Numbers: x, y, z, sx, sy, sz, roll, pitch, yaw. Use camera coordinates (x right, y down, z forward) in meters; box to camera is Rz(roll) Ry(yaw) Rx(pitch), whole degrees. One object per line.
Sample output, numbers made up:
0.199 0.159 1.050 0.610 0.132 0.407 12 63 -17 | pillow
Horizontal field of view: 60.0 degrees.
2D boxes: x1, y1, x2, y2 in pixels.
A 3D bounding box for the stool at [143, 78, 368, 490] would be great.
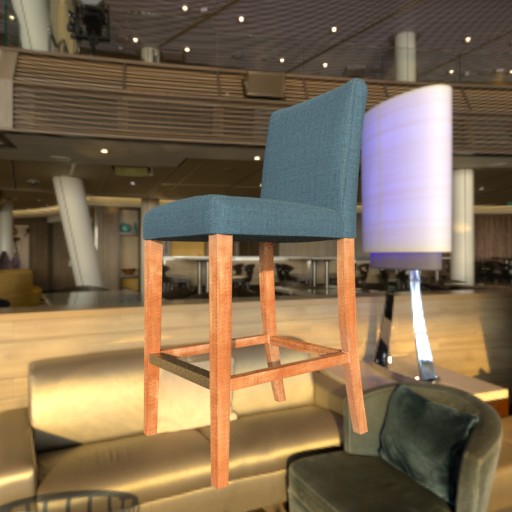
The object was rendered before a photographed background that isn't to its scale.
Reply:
0.000 0.000 1.360 0.574 1.088 0.454 0 0 -37 | stool
